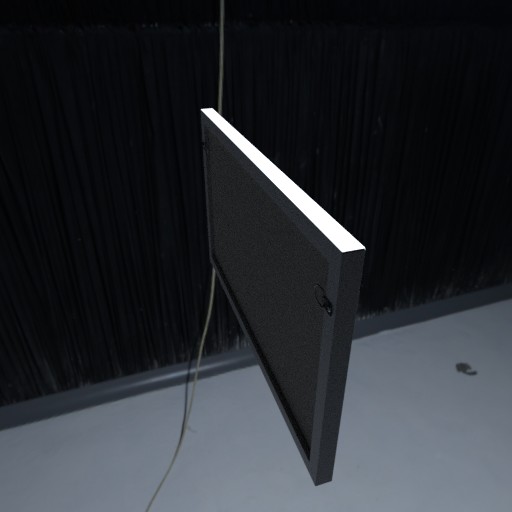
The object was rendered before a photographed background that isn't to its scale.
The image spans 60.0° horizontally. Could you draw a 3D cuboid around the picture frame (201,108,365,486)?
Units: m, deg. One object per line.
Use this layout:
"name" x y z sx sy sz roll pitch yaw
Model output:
"picture frame" 0.000 0.000 0.791 0.044 0.379 0.647 -10 32 -16
